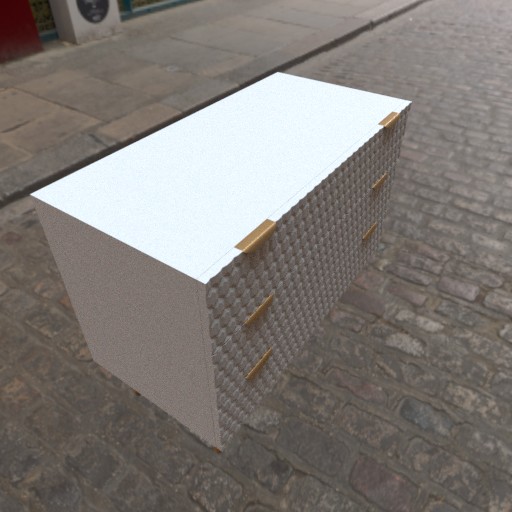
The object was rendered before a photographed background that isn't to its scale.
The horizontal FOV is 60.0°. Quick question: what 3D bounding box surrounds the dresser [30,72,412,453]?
[{"bbox_3d":[0.000,0.000,1.290,0.457,0.721,0.905,24,46,26],"label":"dresser"}]
